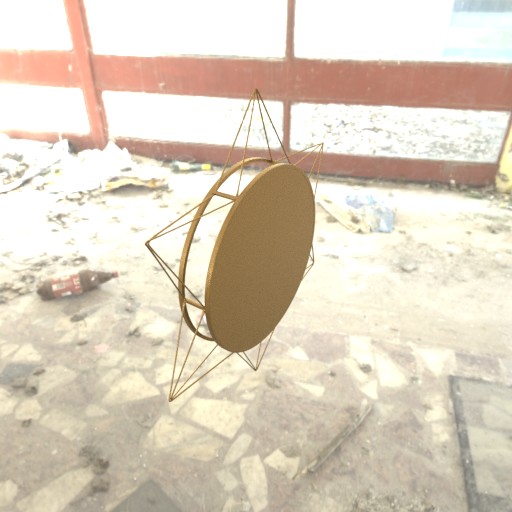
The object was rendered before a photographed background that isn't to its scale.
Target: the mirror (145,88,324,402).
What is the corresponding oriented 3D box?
[{"bbox_3d":[0.000,0.000,0.805,0.062,0.581,0.498,19,36,28],"label":"mirror"}]
